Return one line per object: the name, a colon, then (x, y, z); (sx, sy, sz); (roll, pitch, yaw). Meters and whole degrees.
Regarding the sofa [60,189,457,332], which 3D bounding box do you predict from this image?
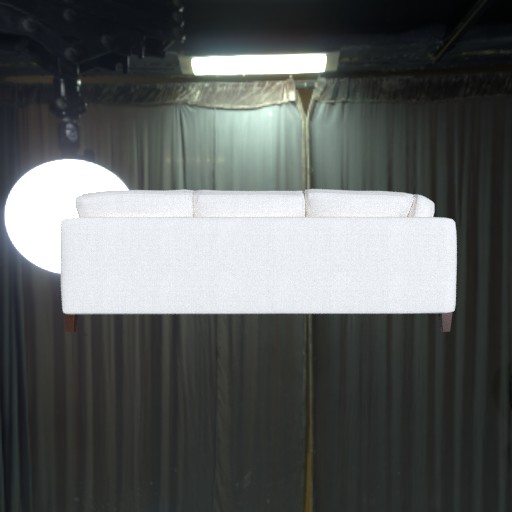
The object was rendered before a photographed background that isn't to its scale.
sofa: (0.000, 0.000, 4.464); (2.593, 0.947, 3.302); (0, 1, -1)
